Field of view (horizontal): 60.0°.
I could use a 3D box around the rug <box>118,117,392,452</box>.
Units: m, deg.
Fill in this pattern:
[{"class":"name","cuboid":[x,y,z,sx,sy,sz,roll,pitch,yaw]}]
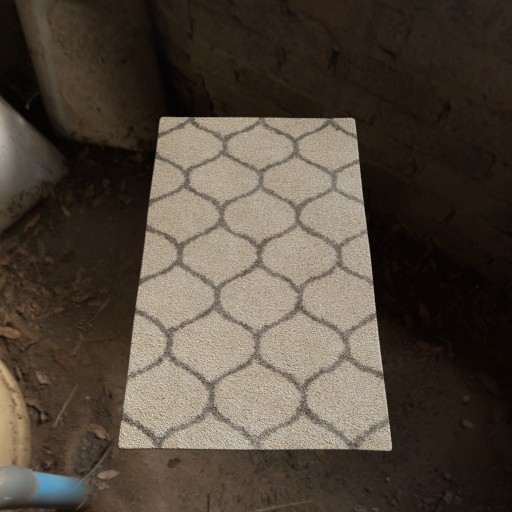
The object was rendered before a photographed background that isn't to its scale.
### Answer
[{"class":"rug","cuboid":[0.000,0.000,2.919,1.501,0.024,2.348,0,65,0]}]
